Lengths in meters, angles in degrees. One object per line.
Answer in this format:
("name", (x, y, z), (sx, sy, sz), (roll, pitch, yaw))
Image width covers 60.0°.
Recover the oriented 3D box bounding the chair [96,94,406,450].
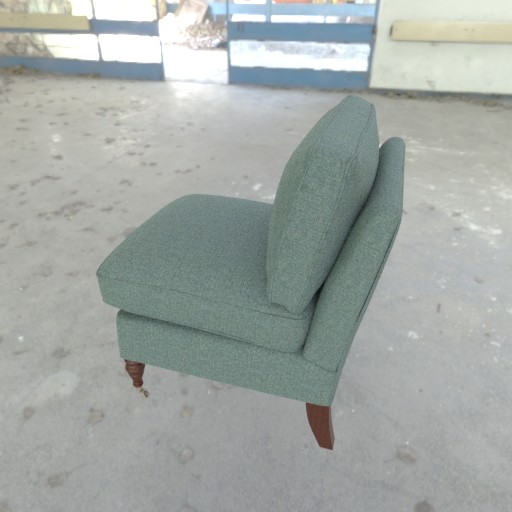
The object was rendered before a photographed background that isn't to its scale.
("chair", (0.000, 0.000, 1.396), (0.796, 0.901, 0.624), (9, 32, 14))
